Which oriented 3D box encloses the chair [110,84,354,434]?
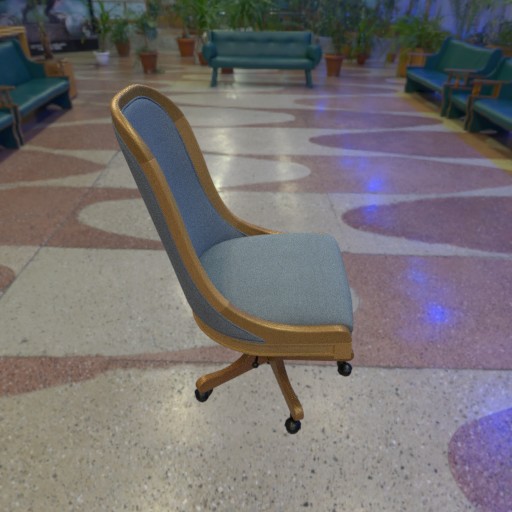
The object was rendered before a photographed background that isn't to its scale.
[{"bbox_3d":[0.000,0.000,1.452,0.735,1.031,0.605,1,32,2],"label":"chair"}]
